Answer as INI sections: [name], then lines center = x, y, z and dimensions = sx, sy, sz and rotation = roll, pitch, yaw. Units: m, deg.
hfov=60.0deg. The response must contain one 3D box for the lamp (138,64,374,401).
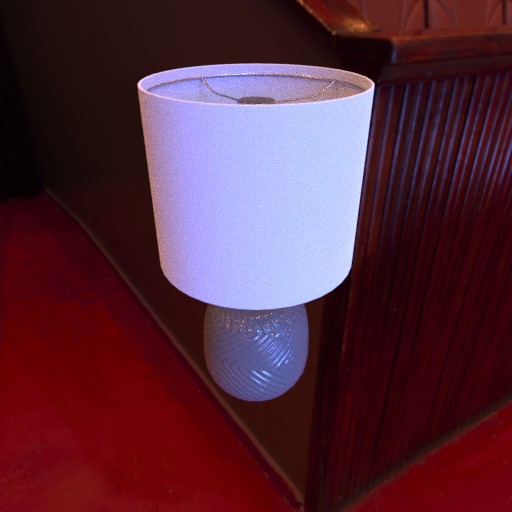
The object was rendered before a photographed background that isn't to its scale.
[lamp]
center = 0.000, 0.000, 0.489
dimensions = 0.207, 0.366, 0.207
rotation = -20, 36, -30
